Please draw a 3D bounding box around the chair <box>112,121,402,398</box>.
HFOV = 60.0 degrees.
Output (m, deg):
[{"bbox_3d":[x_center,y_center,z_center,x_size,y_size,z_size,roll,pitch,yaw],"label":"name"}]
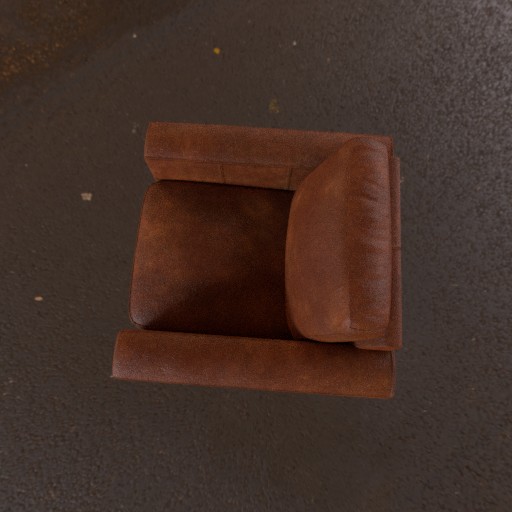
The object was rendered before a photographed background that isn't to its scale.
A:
[{"bbox_3d":[0.000,0.000,1.756,1.016,0.873,1.005,4,75,1],"label":"chair"}]
